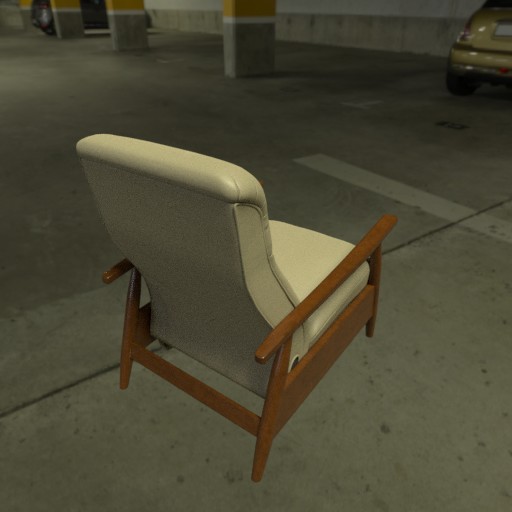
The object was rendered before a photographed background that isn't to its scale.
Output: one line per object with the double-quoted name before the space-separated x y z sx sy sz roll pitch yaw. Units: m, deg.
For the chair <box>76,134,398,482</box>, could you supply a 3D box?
"chair" 0.000 0.000 1.764 0.762 1.082 1.014 20 35 31
